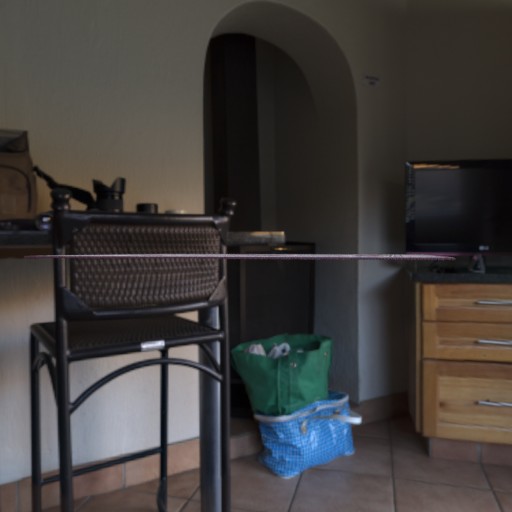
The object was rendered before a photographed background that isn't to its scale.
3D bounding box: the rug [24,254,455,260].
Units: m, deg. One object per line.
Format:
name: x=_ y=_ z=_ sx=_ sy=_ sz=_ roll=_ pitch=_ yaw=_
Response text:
rug: x=0.000 y=0.000 z=2.905 sx=2.210 sy=0.011 sz=1.599 roll=0 pitch=1 yaw=17
